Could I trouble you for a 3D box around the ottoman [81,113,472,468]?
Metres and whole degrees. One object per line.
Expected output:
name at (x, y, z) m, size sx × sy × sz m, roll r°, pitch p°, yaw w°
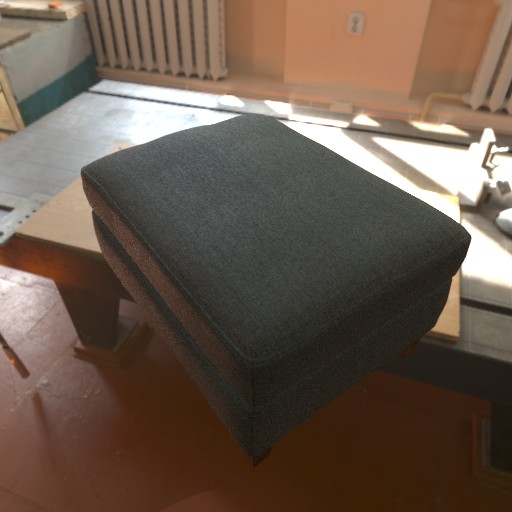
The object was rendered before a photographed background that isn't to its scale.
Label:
ottoman at (0.000, 0.000, 1.206) m, size 0.639 × 0.496 × 0.826 m, roll -26°, pitch 47°, yaw -26°
